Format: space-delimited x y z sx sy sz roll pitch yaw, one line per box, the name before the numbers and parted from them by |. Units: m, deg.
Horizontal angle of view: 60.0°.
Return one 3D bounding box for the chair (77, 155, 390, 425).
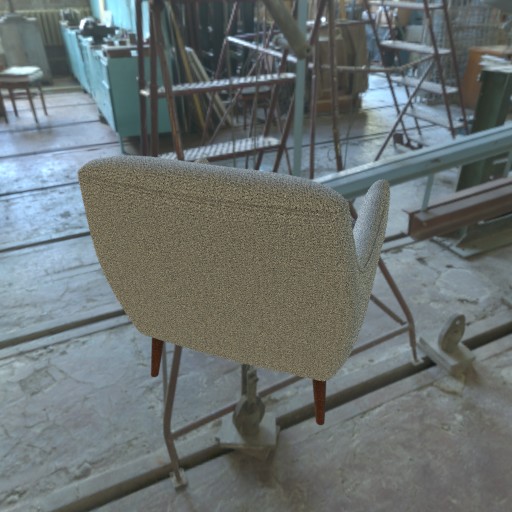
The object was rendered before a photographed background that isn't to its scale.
chair | 0.000 0.000 1.437 0.762 0.838 0.787 11 34 16
